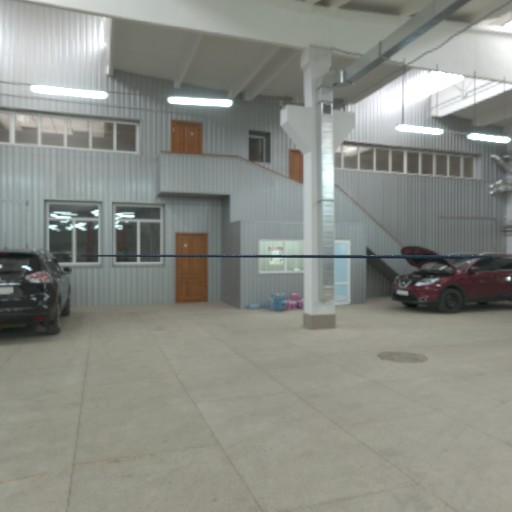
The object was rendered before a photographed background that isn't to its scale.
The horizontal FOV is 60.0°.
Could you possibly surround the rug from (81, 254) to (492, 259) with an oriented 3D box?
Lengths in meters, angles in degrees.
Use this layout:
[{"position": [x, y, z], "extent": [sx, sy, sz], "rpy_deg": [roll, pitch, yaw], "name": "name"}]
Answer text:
[{"position": [0.000, 0.000, 2.677], "extent": [2.448, 0.012, 0.769], "rpy_deg": [0, 0, 35], "name": "rug"}]
